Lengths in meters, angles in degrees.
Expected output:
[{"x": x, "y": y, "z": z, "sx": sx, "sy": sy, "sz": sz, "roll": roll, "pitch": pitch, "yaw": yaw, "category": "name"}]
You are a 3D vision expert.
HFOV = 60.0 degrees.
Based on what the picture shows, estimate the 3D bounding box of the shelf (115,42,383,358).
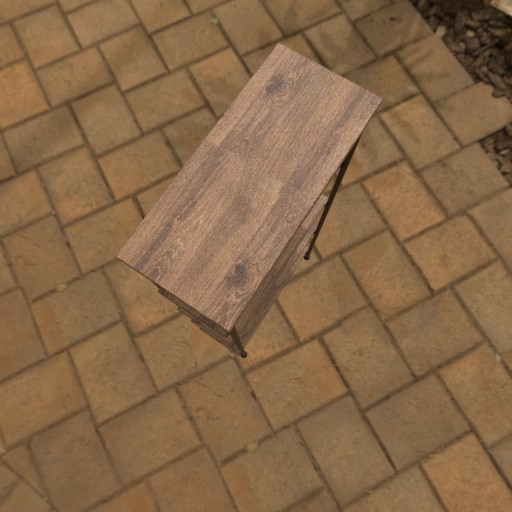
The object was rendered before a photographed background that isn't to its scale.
[{"x": 0.000, "y": 0.000, "z": 2.040, "sx": 0.360, "sy": 1.700, "sz": 0.800, "roll": 32, "pitch": 77, "yaw": 8, "category": "shelf"}]
